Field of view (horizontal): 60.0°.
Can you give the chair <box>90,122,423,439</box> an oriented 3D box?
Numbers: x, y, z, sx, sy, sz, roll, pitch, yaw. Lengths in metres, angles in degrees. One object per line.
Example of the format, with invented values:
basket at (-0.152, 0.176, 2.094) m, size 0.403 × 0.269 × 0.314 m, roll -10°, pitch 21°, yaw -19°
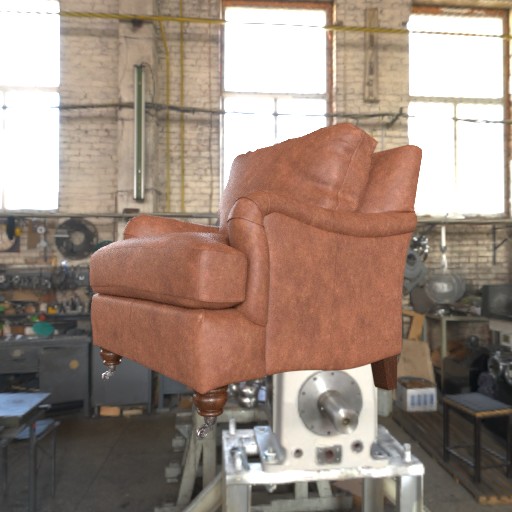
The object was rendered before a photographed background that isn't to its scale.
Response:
chair at (0.000, 0.000, 1.890) m, size 1.158 × 1.055 × 0.986 m, roll 1°, pitch -1°, yaw -38°
